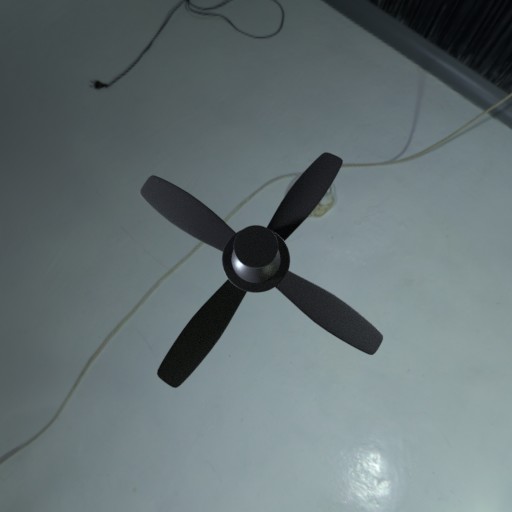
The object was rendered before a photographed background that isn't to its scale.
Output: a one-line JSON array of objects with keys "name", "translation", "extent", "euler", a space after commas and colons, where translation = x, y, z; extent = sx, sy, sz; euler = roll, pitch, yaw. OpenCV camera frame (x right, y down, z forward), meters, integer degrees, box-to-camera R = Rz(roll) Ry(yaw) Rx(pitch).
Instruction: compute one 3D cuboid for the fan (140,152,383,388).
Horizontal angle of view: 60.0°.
[{"name": "fan", "translation": [0.000, 0.000, 2.502], "extent": [1.694, 0.382, 1.694], "euler": [35, 77, 9]}]
